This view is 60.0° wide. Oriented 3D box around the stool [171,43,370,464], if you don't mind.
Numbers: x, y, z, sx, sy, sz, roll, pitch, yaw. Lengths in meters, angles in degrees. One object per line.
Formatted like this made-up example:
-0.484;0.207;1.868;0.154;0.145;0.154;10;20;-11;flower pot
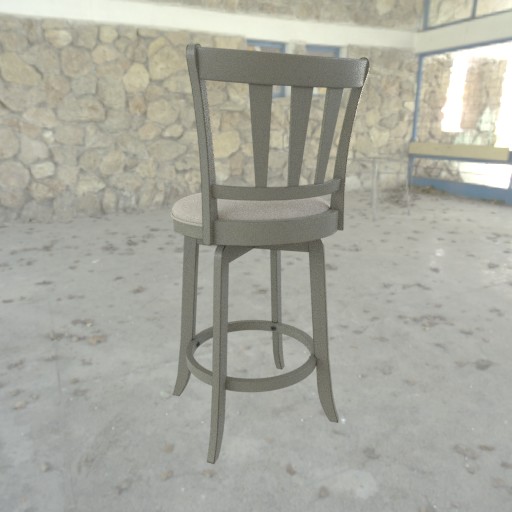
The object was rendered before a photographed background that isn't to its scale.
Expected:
0.000;0.000;1.224;0.450;0.994;0.486;-7;18;-24;stool
